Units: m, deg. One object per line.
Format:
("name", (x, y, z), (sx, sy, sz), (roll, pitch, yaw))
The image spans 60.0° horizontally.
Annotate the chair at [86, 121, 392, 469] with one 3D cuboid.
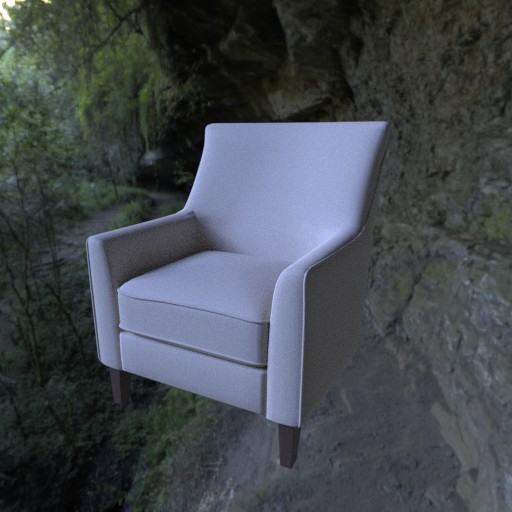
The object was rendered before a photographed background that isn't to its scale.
("chair", (0.000, 0.000, 1.568), (0.756, 0.916, 0.879), (8, 17, 27))
